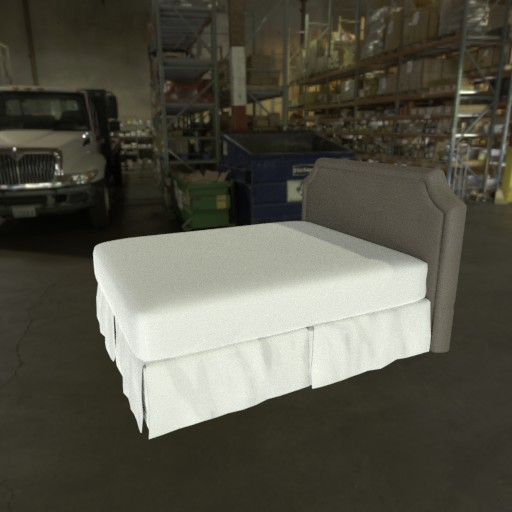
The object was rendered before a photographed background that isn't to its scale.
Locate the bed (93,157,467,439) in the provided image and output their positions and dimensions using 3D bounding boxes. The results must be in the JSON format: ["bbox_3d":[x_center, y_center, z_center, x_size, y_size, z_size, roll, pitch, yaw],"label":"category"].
[{"bbox_3d":[0.000,0.000,3.287,2.181,1.297,1.831,-8,18,-26],"label":"bed"}]
